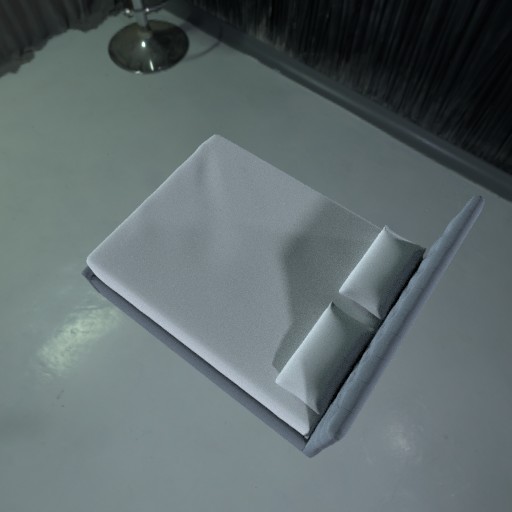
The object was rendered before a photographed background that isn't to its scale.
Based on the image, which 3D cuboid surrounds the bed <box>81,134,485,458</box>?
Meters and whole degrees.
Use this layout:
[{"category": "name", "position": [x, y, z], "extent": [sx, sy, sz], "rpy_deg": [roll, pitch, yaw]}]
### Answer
[{"category": "bed", "position": [0.000, 0.000, 3.269], "extent": [2.231, 1.427, 1.698], "rpy_deg": [33, 67, 16]}]
